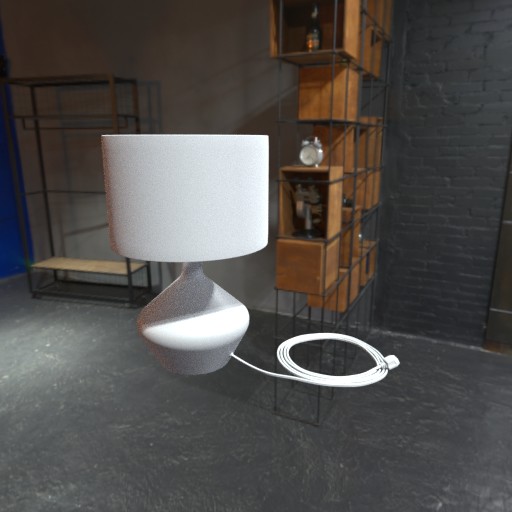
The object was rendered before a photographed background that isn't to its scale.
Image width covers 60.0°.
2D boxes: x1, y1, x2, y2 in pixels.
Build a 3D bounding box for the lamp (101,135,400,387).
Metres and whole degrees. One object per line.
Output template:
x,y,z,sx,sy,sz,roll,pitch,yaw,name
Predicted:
0.000,0.000,0.873,0.546,0.457,0.401,8,16,27,lamp
